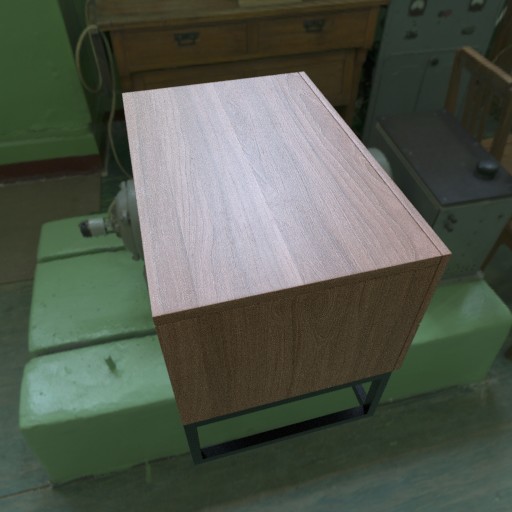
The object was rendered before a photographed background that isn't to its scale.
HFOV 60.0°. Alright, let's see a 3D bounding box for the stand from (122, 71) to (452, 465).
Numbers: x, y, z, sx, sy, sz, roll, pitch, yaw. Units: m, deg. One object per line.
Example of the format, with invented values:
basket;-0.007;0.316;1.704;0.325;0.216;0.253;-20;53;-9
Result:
stand;0.000;0.000;0.948;0.420;0.500;0.600;-11;47;-11
